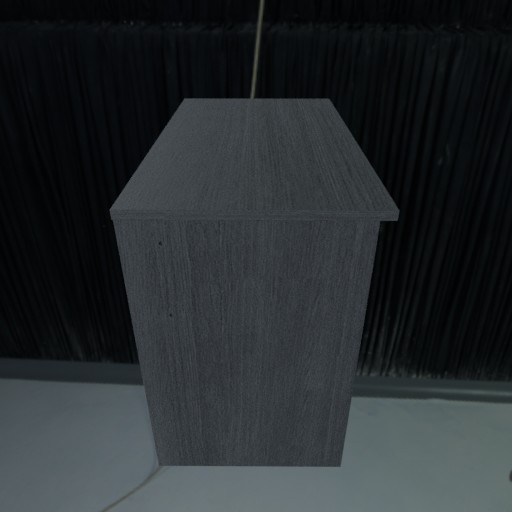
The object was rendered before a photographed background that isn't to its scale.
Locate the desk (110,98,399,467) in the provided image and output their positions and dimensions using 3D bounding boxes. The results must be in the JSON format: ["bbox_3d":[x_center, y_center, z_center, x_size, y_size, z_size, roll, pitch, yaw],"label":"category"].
[{"bbox_3d":[0.000,0.000,1.330,0.498,0.724,0.893,0,31,0],"label":"desk"}]
